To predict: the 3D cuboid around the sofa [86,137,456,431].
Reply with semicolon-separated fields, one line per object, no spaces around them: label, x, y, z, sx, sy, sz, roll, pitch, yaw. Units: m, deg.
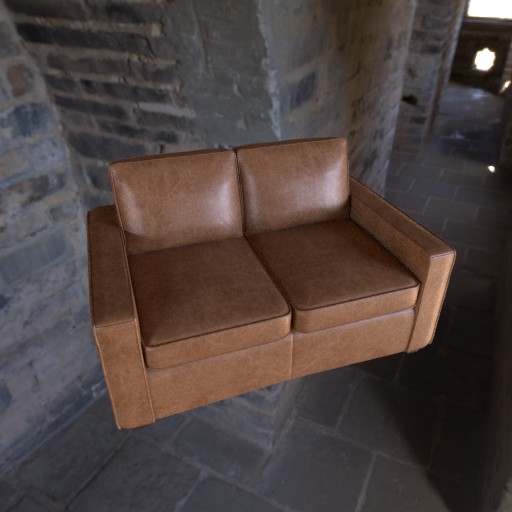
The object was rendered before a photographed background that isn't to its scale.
sofa;0.000;0.000;2.166;1.532;0.896;1.020;-10;34;-16
